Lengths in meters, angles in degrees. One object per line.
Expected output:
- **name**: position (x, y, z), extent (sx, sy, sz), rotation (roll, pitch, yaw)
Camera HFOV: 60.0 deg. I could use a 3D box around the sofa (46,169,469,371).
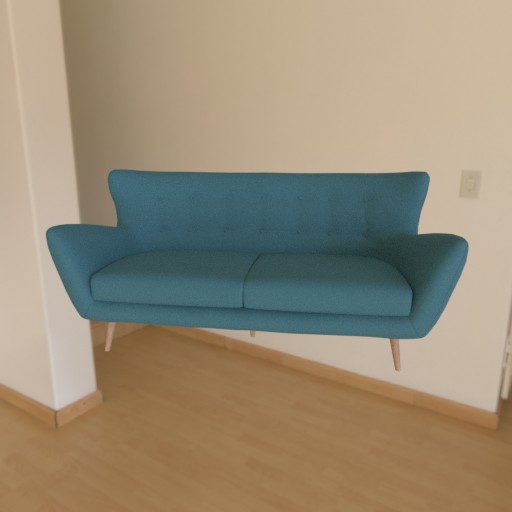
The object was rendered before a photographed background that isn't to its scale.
- **sofa**: position (0.000, 0.000, 2.398), extent (1.930, 0.890, 0.889), rotation (2, 14, 8)
